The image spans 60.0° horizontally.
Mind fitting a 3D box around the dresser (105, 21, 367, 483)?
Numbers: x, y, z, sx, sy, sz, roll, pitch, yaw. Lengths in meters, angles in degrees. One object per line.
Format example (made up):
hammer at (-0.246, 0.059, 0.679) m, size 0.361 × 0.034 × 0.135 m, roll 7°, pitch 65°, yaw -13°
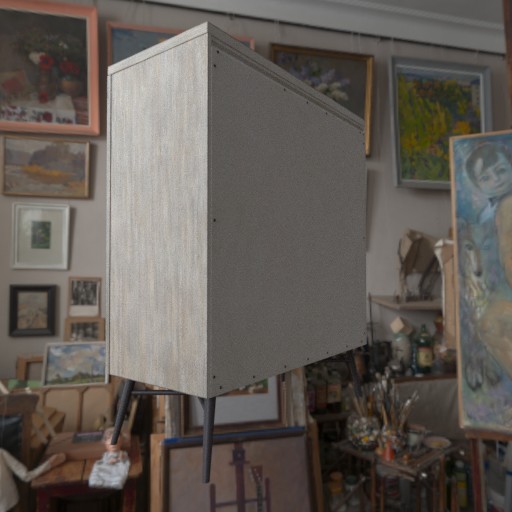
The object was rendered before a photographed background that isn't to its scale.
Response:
dresser at (0.000, 0.000, 1.697) m, size 0.457 × 1.219 × 1.016 m, roll -1°, pitch -2°, yaw 37°
